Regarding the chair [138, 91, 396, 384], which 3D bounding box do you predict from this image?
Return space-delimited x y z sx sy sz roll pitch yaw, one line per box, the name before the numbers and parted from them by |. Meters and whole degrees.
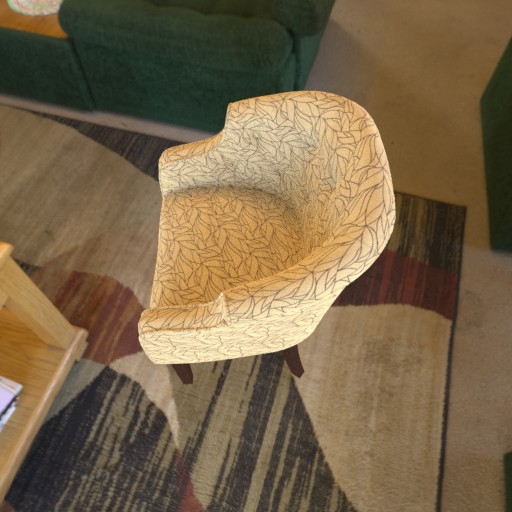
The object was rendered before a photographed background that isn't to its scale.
chair | 0.000 0.000 1.342 0.613 0.858 0.686 -1 58 -1
